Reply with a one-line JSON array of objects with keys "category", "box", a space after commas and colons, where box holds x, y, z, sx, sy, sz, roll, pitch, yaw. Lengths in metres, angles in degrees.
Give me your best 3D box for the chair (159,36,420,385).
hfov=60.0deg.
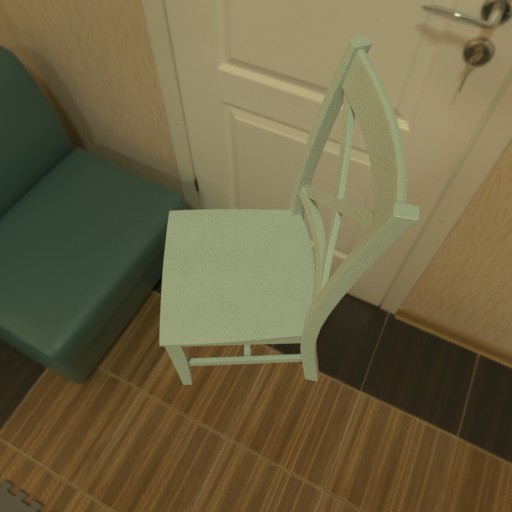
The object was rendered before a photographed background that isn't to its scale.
[{"category": "chair", "box": [0.000, 0.000, 1.237, 0.542, 0.983, 0.485, -2, 59, -1]}]
